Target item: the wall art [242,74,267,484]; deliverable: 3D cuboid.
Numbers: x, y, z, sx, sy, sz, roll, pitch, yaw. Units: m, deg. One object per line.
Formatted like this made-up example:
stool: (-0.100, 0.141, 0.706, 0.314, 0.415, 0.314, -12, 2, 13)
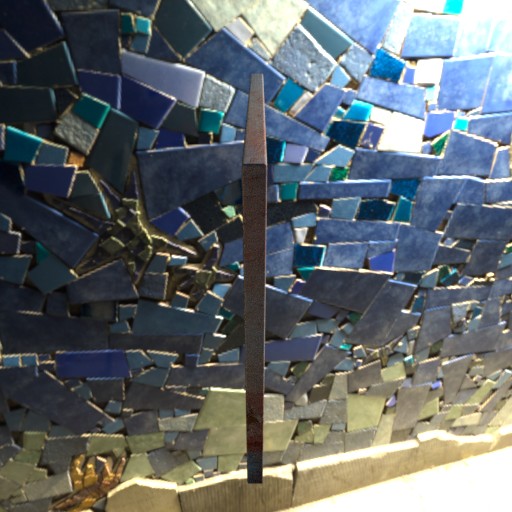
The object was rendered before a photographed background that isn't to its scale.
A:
wall art: (0.000, 0.000, 1.121, 0.035, 0.747, 0.747, 0, 31, 0)
